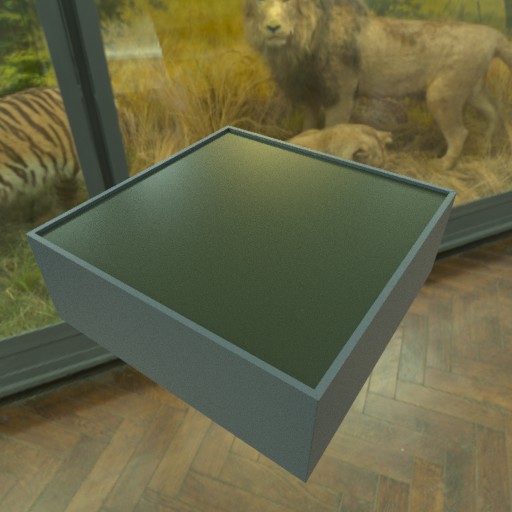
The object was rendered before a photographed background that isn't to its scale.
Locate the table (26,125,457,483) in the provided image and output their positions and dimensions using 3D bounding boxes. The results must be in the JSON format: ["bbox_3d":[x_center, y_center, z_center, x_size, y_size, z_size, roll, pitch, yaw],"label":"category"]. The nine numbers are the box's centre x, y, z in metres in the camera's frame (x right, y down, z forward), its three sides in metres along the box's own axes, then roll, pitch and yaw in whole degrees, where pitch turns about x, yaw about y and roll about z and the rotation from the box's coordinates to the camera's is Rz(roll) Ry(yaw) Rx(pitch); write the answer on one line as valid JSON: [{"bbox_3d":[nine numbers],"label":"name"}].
[{"bbox_3d":[0.000,0.000,1.243,0.801,0.299,0.801,24,44,26],"label":"table"}]
